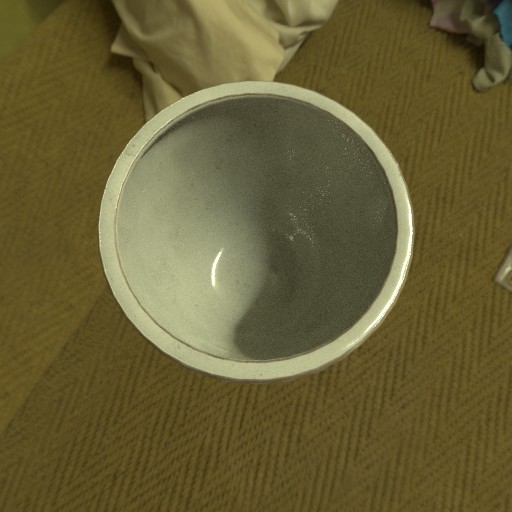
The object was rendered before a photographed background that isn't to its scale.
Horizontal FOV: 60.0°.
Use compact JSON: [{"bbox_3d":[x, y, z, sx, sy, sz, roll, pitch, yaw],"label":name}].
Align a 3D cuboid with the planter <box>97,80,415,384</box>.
[{"bbox_3d":[0.000,0.000,0.362,0.197,0.191,0.197,0,76,0],"label":"planter"}]
